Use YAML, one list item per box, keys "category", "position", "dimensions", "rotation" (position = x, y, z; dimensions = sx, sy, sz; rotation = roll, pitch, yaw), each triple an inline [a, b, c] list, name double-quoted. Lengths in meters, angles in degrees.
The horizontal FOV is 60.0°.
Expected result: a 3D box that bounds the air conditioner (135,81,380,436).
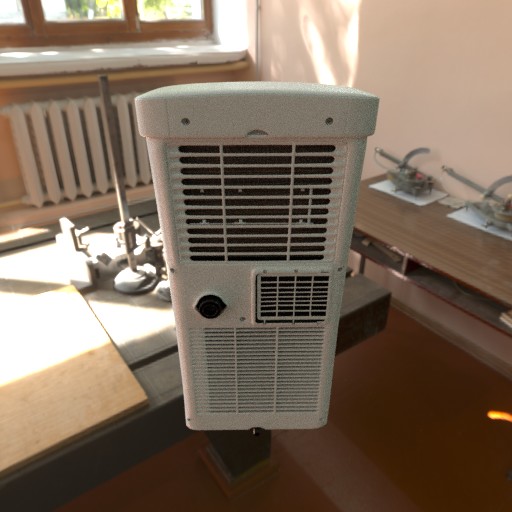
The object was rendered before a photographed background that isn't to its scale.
- category: "air conditioner"
  position: [0.000, 0.000, 0.934]
  dimensions: [0.352, 0.716, 0.369]
  rotation: [0, 29, -1]
